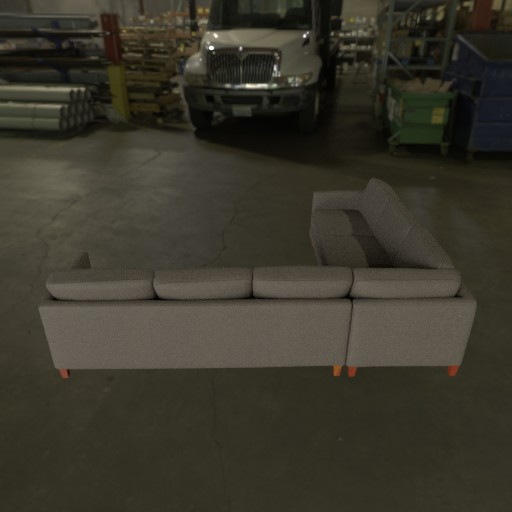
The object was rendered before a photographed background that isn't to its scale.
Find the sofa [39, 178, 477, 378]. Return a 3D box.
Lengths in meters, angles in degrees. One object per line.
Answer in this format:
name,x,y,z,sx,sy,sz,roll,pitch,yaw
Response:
sofa,0.000,0.000,4.496,3.302,0.947,2.593,0,27,-1
